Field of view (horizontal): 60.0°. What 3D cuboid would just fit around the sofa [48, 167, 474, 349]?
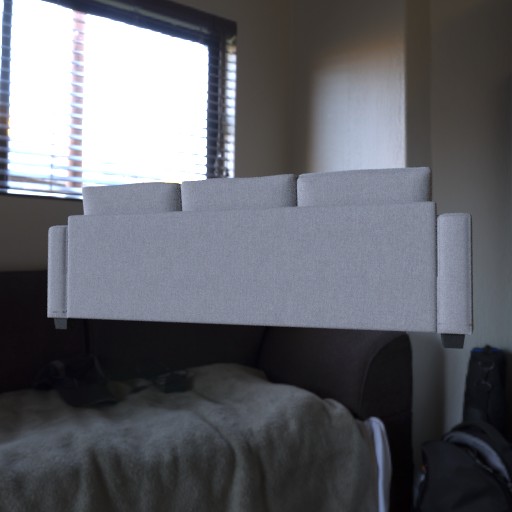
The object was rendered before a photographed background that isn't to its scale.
[{"bbox_3d":[0.000,0.000,2.528,2.120,0.800,0.900,0,-1,17],"label":"sofa"}]
